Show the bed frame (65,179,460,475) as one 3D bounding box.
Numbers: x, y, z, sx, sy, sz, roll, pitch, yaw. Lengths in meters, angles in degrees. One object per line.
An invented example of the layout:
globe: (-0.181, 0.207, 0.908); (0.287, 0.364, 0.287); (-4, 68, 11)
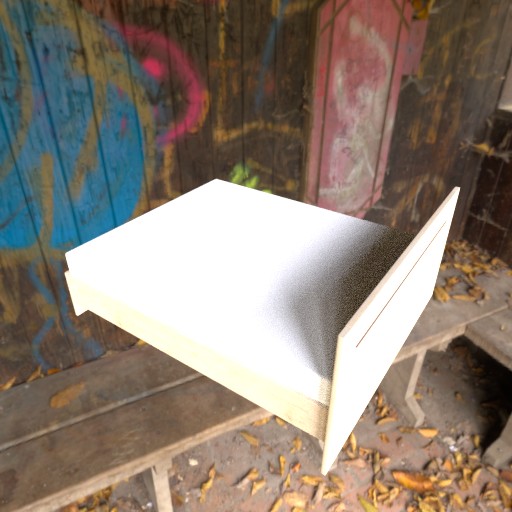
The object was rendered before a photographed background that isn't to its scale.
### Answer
bed frame: (0.000, 0.000, 3.083); (2.080, 0.900, 1.800); (20, 37, 29)
